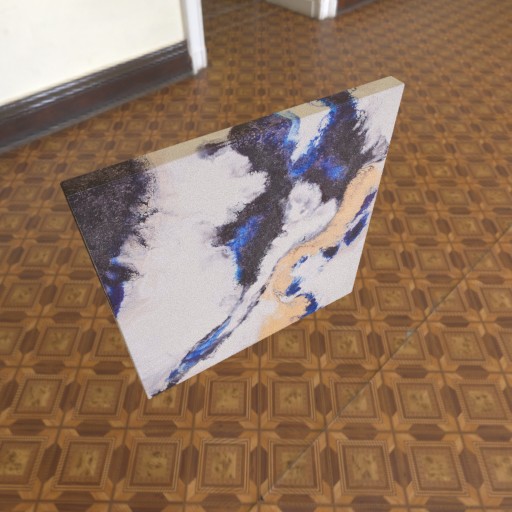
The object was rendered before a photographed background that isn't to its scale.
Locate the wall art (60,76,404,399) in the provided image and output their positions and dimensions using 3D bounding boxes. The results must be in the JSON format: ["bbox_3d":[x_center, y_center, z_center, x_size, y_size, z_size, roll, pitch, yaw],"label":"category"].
[{"bbox_3d":[0.000,0.000,0.926,0.609,0.609,0.039,-24,52,-21],"label":"wall art"}]
